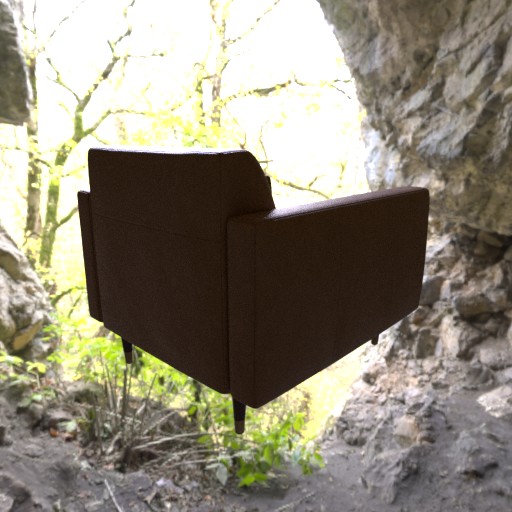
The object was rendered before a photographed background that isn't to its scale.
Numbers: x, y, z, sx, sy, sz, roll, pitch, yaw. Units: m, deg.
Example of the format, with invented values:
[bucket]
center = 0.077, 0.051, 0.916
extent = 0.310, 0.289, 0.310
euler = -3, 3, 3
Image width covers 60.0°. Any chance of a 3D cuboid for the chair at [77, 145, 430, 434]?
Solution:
[chair]
center = 0.000, 0.000, 1.686
extent = 0.953, 0.819, 0.998
euler = 14, 20, 42
